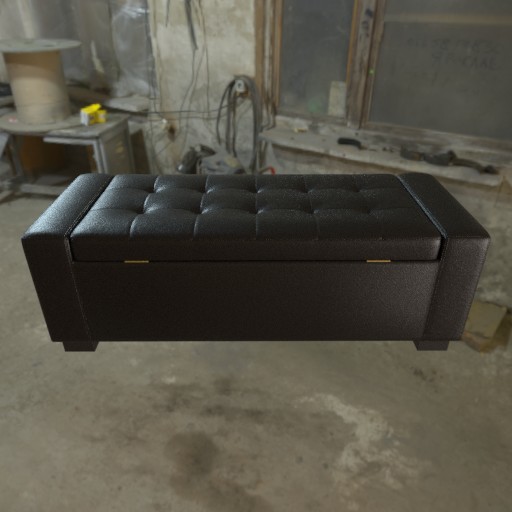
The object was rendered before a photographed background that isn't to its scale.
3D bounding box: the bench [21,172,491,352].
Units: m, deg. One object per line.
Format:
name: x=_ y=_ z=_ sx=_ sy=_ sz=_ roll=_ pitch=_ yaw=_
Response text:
bench: x=0.000 y=0.000 z=1.523 sx=1.296 sy=0.445 sz=0.508 roll=0 pitch=31 yaw=0
